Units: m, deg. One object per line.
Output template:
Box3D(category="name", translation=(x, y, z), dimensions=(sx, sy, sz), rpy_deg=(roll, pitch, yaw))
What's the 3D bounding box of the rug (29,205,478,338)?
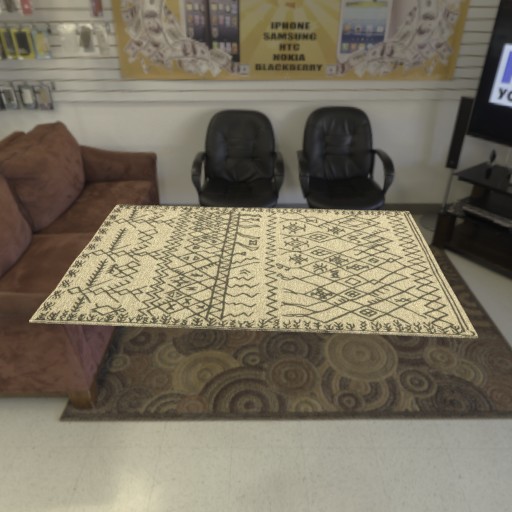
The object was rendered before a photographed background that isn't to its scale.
Box3D(category="rug", translation=(0.000, 0.000, 3.056), dimensions=(2.444, 0.012, 1.530), rpy_deg=(2, 32, 3))
